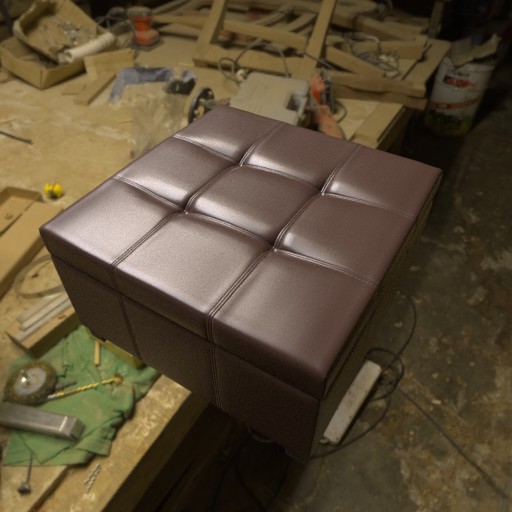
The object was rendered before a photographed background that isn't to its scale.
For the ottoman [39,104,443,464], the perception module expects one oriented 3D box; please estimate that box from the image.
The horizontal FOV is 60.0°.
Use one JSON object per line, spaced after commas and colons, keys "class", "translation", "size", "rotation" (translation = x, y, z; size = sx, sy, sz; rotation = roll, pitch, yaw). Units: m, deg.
{"class": "ottoman", "translation": [0.000, 0.000, 1.313], "size": [0.788, 0.460, 0.787], "rotation": [24, 49, 22]}
